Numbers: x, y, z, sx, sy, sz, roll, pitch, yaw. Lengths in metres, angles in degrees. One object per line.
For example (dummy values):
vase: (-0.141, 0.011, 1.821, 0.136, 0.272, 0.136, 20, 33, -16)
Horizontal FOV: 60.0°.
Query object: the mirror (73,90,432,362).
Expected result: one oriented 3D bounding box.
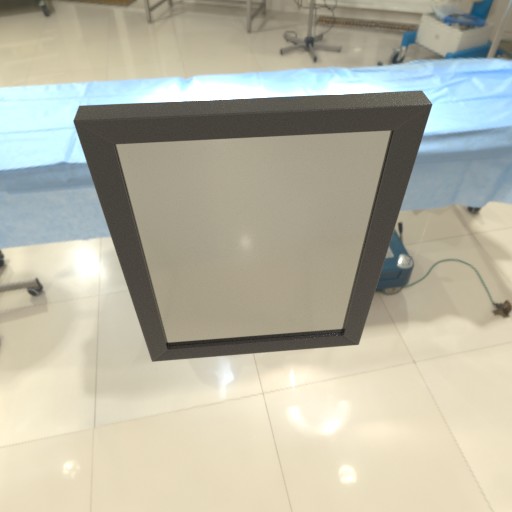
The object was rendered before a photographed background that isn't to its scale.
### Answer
mirror: (0.000, 0.000, 0.695, 0.405, 0.508, 0.041, -4, 46, -4)
